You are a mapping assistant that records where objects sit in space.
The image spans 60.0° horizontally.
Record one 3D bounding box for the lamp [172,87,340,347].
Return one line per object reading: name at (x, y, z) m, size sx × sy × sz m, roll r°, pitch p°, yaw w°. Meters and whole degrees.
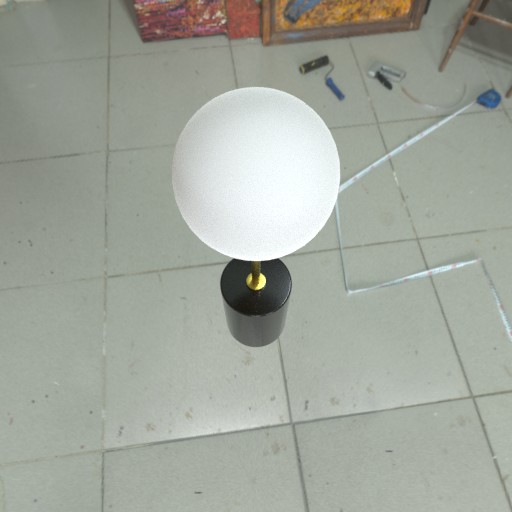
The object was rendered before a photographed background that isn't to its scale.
lamp at (0.000, 0.000, 0.555) m, size 0.153 × 0.480 × 0.153 m, roll 0°, pitch 63°, yaw 0°
